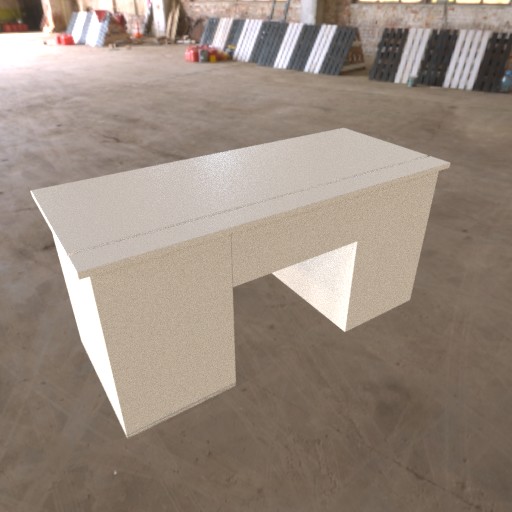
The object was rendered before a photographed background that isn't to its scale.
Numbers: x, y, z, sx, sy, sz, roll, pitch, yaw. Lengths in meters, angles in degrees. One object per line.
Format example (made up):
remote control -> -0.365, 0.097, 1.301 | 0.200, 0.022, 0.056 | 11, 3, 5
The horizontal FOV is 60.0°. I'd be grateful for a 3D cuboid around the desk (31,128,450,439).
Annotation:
desk -> 0.000, 0.000, 1.988 | 1.580, 0.760, 0.670 | -19, 36, -28
